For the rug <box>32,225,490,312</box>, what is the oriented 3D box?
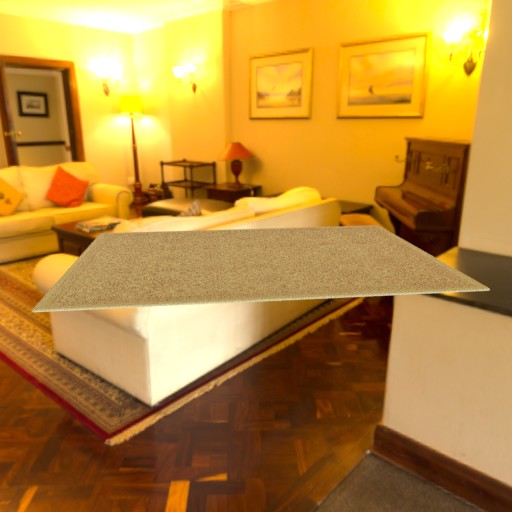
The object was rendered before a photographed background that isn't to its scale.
[{"bbox_3d":[0.000,0.000,2.326,1.829,0.010,1.219,-2,17,-7],"label":"rug"}]
